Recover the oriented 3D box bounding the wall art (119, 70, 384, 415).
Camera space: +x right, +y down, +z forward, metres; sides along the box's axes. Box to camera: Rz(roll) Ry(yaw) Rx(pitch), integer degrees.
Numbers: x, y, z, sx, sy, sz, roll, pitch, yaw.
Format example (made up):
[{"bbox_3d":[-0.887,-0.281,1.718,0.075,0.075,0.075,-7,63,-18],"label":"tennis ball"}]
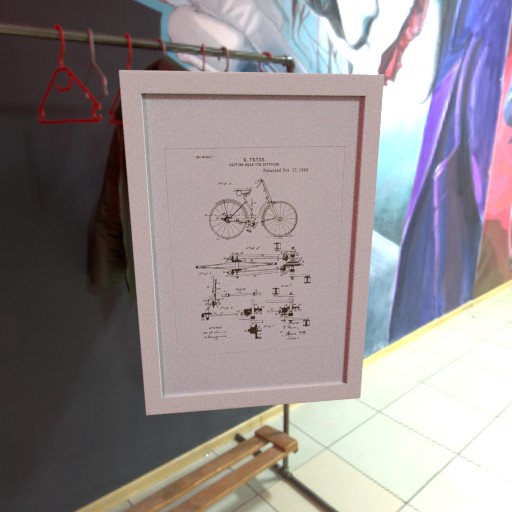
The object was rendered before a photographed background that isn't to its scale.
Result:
[{"bbox_3d":[0.000,0.000,0.622,0.332,0.477,0.015,-2,16,-7],"label":"wall art"}]
